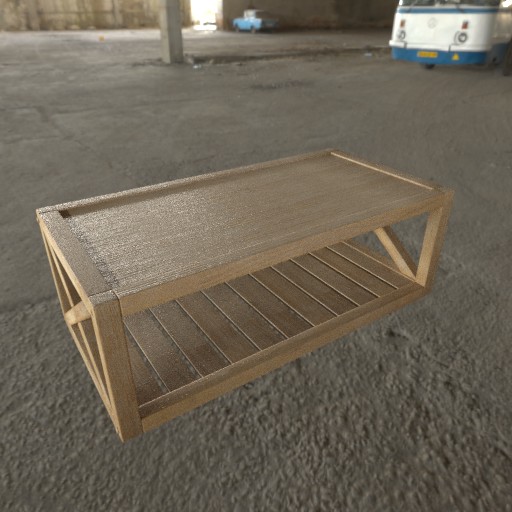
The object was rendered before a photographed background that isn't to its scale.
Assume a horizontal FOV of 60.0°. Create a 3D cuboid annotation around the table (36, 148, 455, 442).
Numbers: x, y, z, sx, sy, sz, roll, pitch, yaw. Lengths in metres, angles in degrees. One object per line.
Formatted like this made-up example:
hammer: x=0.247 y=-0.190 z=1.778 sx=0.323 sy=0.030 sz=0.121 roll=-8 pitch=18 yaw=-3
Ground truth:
table: x=0.000 y=0.000 z=1.650 sx=1.321 sy=0.457 sz=0.660 roll=-18 pitch=34 yaw=-29
